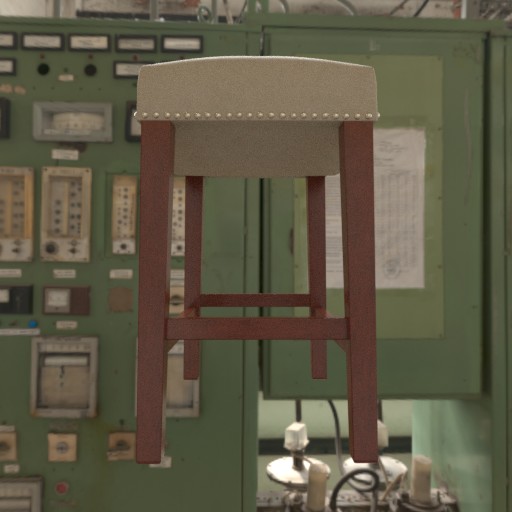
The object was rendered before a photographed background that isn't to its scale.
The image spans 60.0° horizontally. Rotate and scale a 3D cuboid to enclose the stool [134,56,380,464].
[{"bbox_3d":[0.000,0.000,0.920,0.375,0.632,0.509,0,0,0],"label":"stool"}]
